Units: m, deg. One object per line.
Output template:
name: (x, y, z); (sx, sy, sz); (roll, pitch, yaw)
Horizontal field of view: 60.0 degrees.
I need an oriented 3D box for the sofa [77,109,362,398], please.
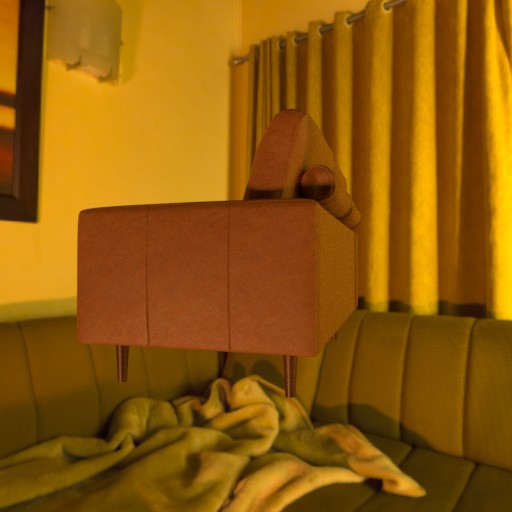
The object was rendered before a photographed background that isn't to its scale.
sofa: (0.000, 0.000, 2.000); (0.868, 0.898, 1.430); (0, -1, 17)
